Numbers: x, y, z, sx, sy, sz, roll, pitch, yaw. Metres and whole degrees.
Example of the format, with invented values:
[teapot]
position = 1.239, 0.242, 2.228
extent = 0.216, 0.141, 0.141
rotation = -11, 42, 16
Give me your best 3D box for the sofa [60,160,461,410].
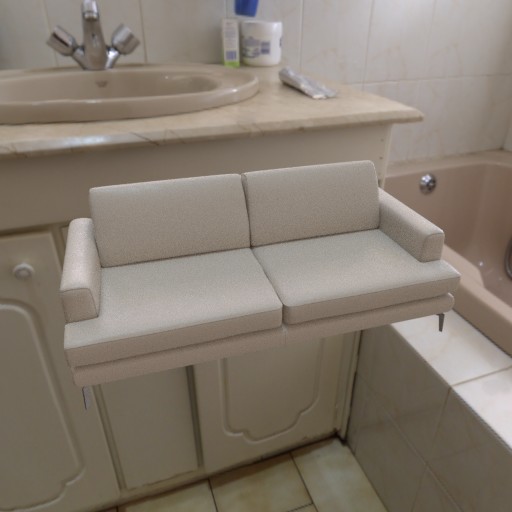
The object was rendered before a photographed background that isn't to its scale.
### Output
[sofa]
position = 0.000, 0.000, 2.422
extent = 1.940, 0.765, 0.974
rotation = -9, 31, -14
